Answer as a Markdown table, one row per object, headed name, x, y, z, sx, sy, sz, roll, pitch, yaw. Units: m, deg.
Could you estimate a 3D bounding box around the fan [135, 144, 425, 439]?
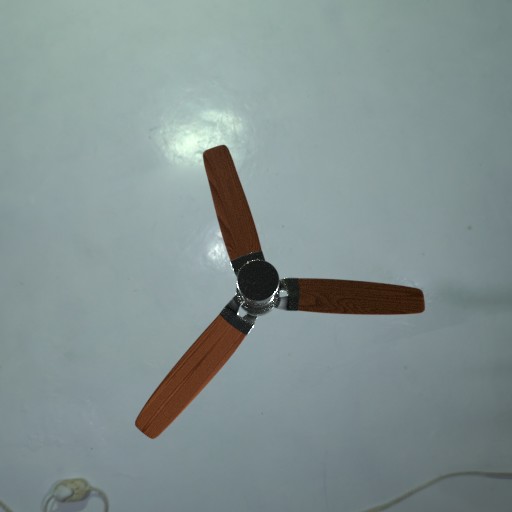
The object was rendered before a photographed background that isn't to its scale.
| name | x | y | z | sx | sy | sz | roll | pitch | yaw |
| --- | --- | --- | --- | --- | --- | --- | --- | --- | --- |
| fan | 0.000 | 0.000 | 2.029 | 1.416 | 0.410 | 1.271 | -16 | 75 | -4 |
